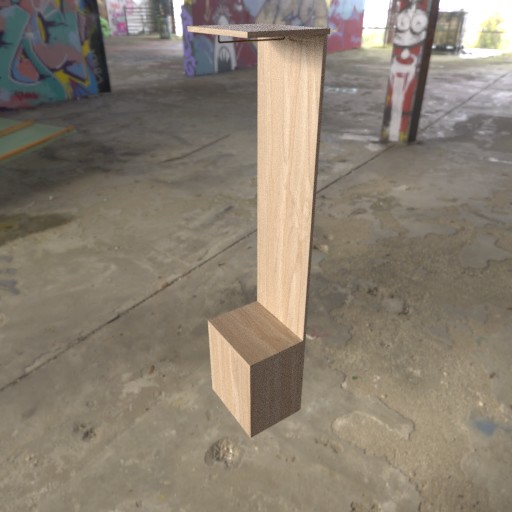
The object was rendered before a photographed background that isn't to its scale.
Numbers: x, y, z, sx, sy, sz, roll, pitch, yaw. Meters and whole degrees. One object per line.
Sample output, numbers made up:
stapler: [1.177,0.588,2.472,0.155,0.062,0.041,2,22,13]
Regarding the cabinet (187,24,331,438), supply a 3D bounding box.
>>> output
cabinet: [0.000,0.000,2.046,0.338,1.879,0.411,-18,35,-29]
